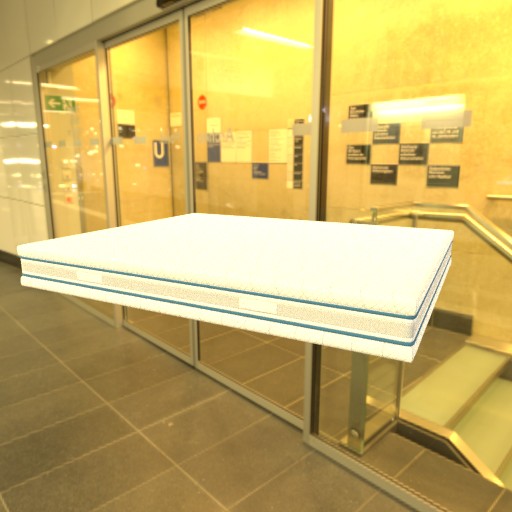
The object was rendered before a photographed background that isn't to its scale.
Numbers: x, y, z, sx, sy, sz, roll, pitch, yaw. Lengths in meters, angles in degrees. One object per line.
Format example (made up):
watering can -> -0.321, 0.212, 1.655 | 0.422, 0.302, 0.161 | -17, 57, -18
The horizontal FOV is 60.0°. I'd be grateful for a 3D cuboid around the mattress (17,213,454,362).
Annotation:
mattress -> 0.000, 0.000, 2.584 | 2.000, 0.230, 1.600 | 6, 14, 27
